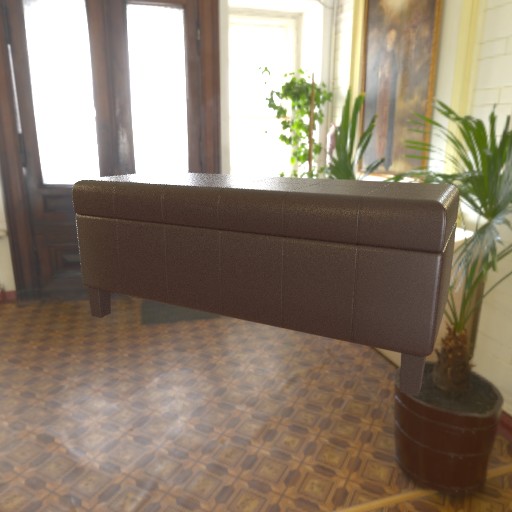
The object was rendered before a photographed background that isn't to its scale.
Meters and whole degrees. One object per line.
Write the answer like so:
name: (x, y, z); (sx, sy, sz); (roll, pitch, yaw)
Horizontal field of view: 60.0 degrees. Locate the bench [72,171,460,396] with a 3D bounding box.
bench: (0.000, 0.000, 1.373); (1.092, 0.457, 0.429); (8, 17, 26)
